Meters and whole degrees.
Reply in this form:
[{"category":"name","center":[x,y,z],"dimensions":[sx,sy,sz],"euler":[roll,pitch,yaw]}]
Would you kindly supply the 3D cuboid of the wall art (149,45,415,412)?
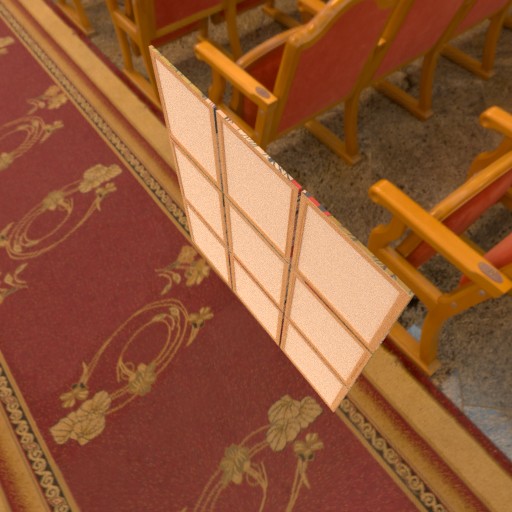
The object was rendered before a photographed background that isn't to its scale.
[{"category":"wall art","center":[0.000,0.000,1.801],"dimensions":[0.013,1.218,1.206],"euler":[-33,64,-18]}]
